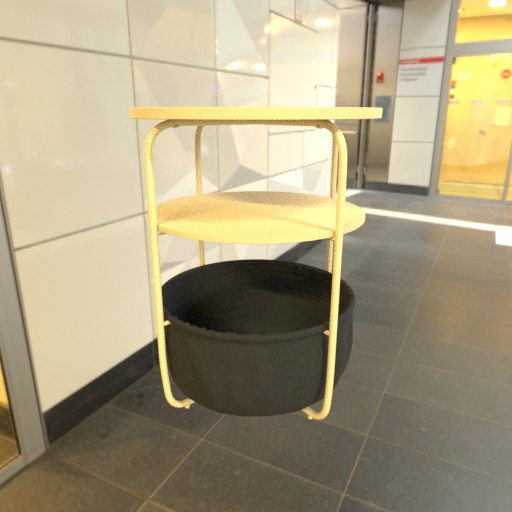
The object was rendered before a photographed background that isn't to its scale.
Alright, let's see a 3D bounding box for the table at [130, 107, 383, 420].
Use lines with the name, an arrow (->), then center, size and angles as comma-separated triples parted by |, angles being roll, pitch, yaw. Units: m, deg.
table -> 0.000, 0.000, 0.842 | 0.418, 0.532, 0.418 | 2, 18, 7
